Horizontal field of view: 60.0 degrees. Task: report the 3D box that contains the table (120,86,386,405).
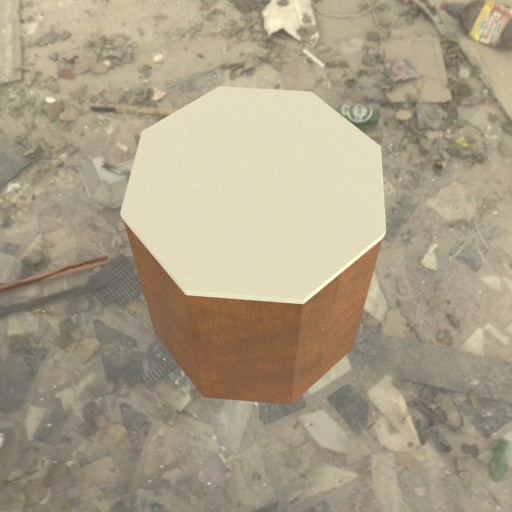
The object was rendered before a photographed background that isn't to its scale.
[{"bbox_3d":[0.000,0.000,0.805,0.439,0.457,0.439,3,62,1],"label":"table"}]
